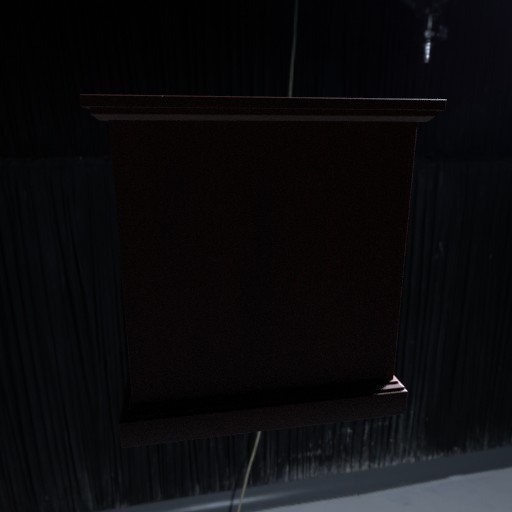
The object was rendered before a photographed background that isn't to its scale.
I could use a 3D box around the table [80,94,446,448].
[{"bbox_3d":[0.000,0.000,0.943,0.584,0.612,0.356,-3,16,-10],"label":"table"}]
